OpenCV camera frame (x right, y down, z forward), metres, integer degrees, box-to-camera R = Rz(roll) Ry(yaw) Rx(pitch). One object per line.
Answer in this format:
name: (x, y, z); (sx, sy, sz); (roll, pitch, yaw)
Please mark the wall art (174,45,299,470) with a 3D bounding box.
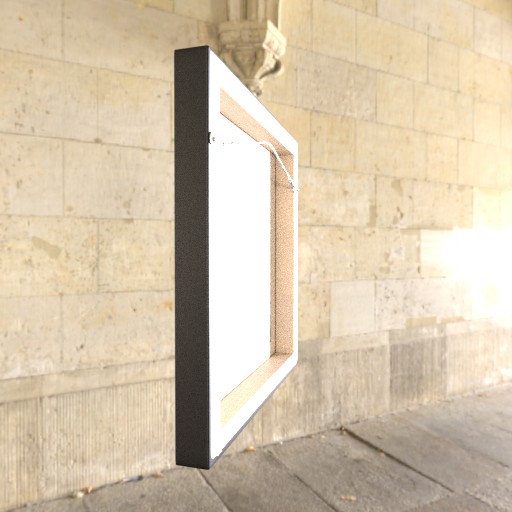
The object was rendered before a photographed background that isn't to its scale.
wall art: (0.000, 0.000, 0.618); (0.041, 0.407, 0.406); (0, 1, 17)
